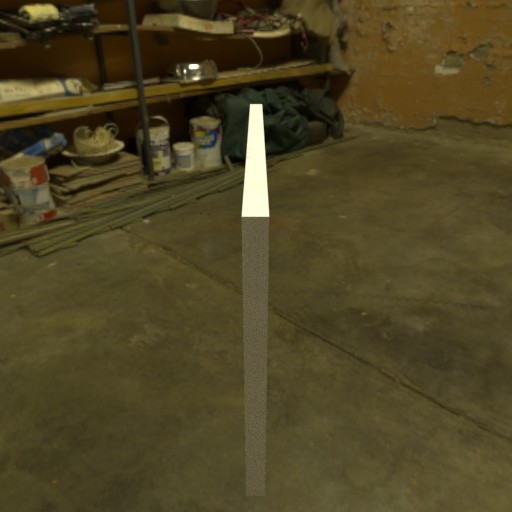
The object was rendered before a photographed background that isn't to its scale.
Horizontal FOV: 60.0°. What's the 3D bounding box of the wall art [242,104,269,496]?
[{"bbox_3d":[0.000,0.000,1.155,0.038,0.610,0.915,0,28,0],"label":"wall art"}]
